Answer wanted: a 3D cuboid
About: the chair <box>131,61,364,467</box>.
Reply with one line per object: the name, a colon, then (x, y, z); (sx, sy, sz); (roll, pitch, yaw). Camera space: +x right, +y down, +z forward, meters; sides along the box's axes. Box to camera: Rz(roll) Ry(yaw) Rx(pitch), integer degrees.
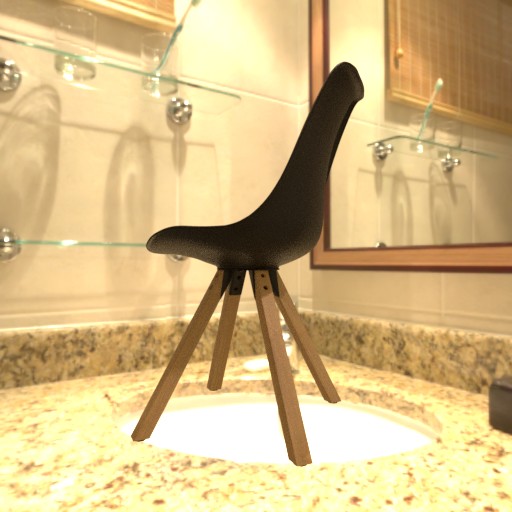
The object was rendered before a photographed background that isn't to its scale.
chair: (0.000, 0.000, 1.155); (0.549, 0.850, 0.485); (0, -1, 19)
